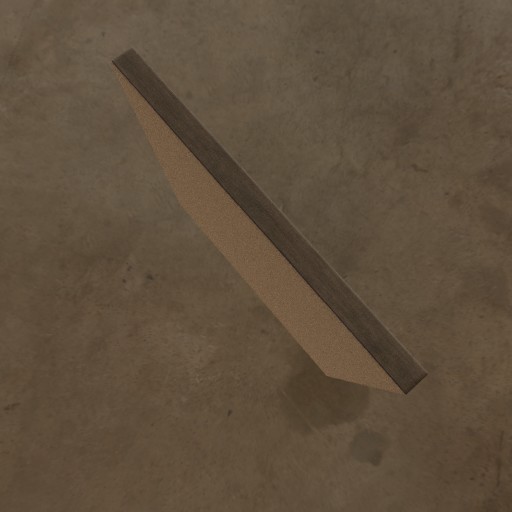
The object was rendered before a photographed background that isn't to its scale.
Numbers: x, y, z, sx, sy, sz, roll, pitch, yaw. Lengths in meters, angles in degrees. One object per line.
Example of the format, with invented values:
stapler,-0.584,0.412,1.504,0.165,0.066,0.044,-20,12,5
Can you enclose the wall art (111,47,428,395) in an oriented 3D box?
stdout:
wall art,0.000,0.000,1.096,0.050,0.751,0.749,-40,80,-8
